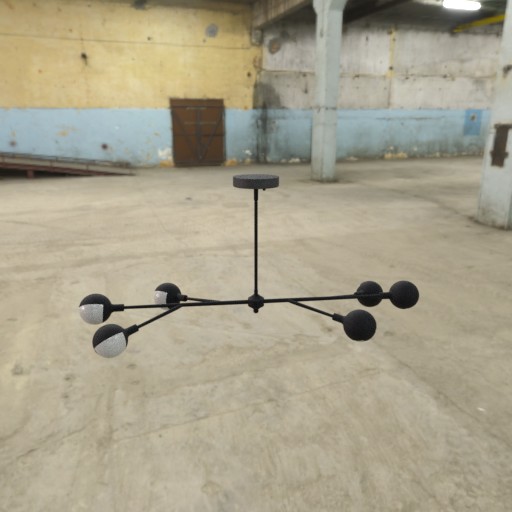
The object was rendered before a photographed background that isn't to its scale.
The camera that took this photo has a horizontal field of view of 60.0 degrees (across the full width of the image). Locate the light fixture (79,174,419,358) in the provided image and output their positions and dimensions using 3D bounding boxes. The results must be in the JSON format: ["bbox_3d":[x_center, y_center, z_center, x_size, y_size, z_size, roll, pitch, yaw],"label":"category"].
[{"bbox_3d":[0.000,0.000,1.019,0.778,0.362,0.434,2,16,9],"label":"light fixture"}]
